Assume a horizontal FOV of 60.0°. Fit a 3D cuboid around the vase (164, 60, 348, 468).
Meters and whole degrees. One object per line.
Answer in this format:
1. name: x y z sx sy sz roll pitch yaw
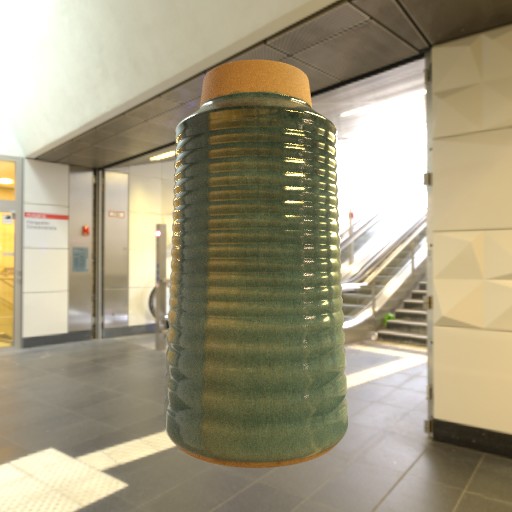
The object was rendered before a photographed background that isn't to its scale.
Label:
1. vase: 0.000 0.000 0.402 0.163 0.316 0.163 0 -1 0
